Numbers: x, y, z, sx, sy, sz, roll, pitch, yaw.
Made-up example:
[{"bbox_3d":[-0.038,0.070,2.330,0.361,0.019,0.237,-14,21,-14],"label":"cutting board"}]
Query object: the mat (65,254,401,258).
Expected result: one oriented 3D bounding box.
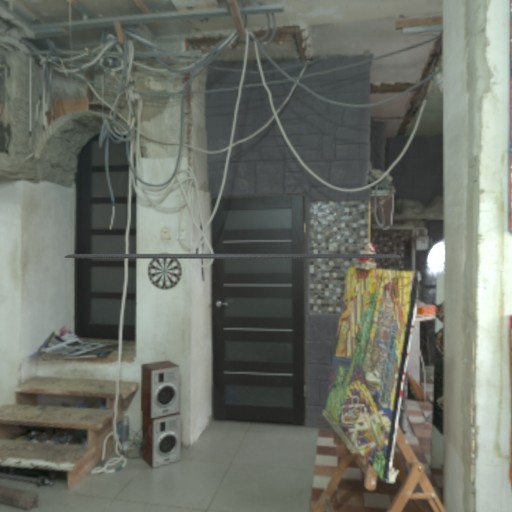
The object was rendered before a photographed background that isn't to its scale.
[{"bbox_3d":[0.000,0.000,1.865,1.525,0.016,0.917,0,0,-19],"label":"mat"}]
